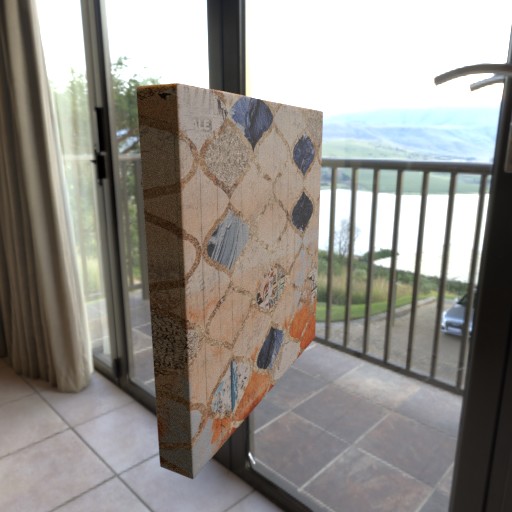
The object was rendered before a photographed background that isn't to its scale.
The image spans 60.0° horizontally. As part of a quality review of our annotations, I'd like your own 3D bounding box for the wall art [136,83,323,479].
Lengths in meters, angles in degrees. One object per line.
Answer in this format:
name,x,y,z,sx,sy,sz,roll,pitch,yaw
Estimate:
wall art,0.000,0.000,0.461,0.036,0.304,0.303,7,16,26
